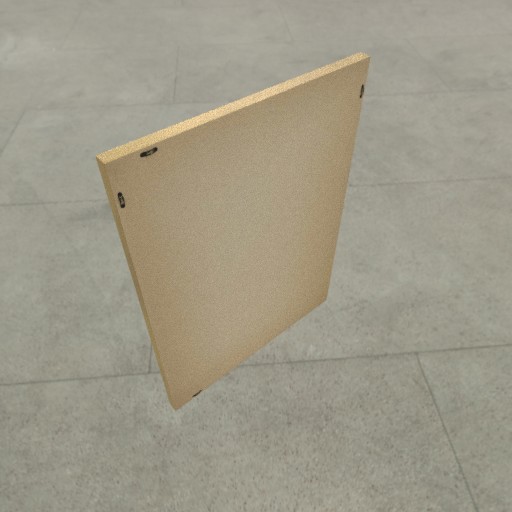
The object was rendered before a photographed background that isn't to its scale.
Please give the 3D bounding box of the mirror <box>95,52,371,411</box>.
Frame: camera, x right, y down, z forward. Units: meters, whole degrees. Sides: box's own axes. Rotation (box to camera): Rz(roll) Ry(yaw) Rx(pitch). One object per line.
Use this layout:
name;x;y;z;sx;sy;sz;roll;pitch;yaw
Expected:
mirror;0.000;0.000;1.360;0.762;1.016;0.041;-31;53;-27
